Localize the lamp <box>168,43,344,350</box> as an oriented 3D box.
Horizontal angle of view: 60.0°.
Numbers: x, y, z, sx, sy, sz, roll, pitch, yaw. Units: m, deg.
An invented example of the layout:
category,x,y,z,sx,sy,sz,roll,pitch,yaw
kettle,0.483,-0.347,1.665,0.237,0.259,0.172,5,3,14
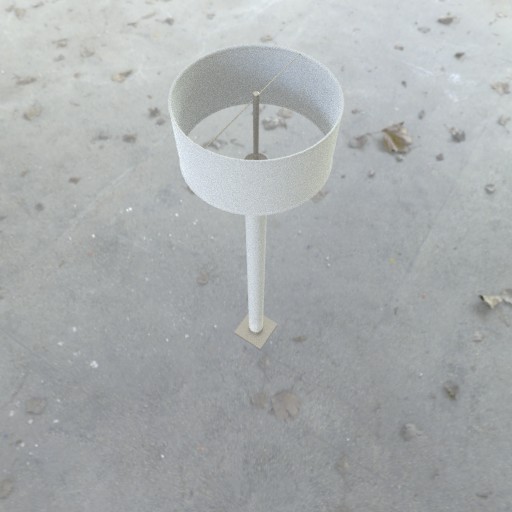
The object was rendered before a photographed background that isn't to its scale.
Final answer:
category,x,y,z,sx,sy,sz,roll,pitch,yaw
lamp,0.000,0.000,1.677,0.420,1.475,0.420,30,63,17
